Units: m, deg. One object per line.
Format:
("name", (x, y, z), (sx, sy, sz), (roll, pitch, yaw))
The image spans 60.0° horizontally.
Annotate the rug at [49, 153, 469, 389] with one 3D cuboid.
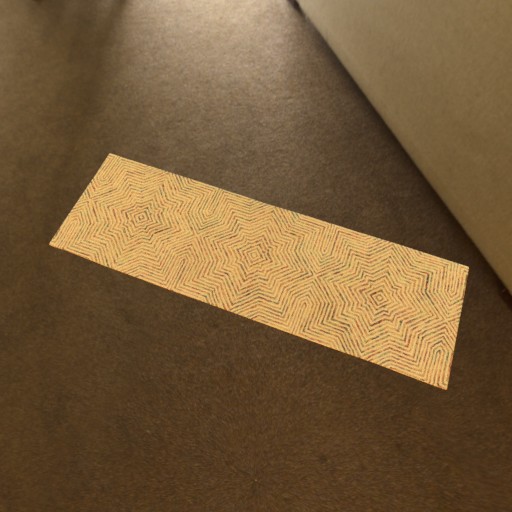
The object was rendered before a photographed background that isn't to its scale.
("rug", (0.000, 0.000, 2.692), (2.443, 0.009, 0.771), (19, 65, 9))
